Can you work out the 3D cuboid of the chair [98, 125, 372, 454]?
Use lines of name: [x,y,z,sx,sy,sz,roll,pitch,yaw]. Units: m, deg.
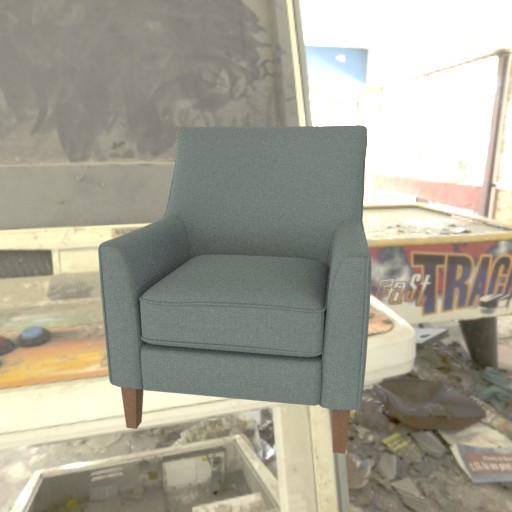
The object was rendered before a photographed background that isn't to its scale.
chair: [0.000,0.000,1.571,0.756,0.916,0.879,2,13,10]
